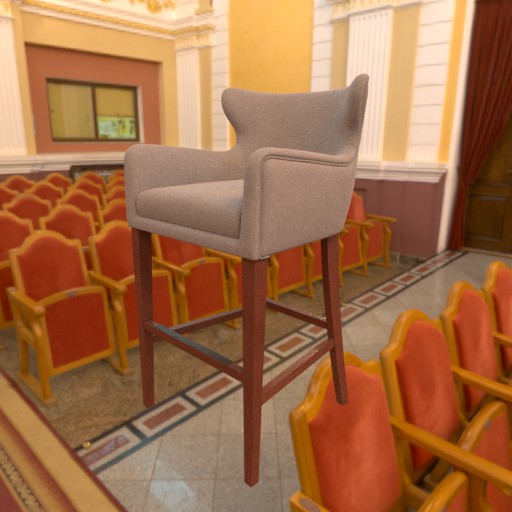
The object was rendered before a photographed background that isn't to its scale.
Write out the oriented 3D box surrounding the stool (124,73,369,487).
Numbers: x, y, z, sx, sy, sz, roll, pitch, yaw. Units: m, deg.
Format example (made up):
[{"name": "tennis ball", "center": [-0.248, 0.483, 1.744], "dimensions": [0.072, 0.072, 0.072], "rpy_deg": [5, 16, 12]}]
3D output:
[{"name": "stool", "center": [0.000, 0.000, 1.392], "dimensions": [0.575, 1.047, 0.575], "rpy_deg": [15, 21, 43]}]
